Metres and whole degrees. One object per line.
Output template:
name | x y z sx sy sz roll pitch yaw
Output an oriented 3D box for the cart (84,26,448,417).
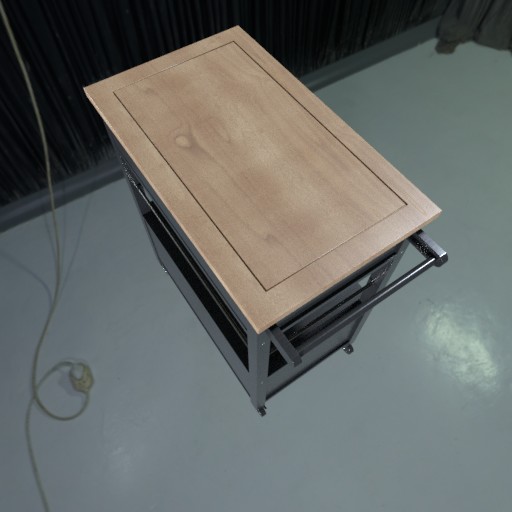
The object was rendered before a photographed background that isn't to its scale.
cart | 0.000 0.000 1.373 0.459 0.901 0.840 -31 64 -17
